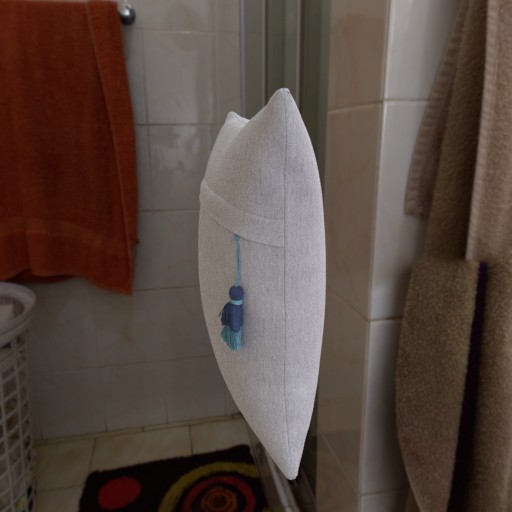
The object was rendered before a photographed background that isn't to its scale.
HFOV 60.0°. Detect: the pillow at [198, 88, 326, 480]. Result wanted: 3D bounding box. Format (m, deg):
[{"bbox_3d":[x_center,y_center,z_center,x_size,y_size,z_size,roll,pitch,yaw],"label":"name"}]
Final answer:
[{"bbox_3d":[0.000,0.000,0.670,0.173,0.436,0.433,-3,15,-9],"label":"pillow"}]
